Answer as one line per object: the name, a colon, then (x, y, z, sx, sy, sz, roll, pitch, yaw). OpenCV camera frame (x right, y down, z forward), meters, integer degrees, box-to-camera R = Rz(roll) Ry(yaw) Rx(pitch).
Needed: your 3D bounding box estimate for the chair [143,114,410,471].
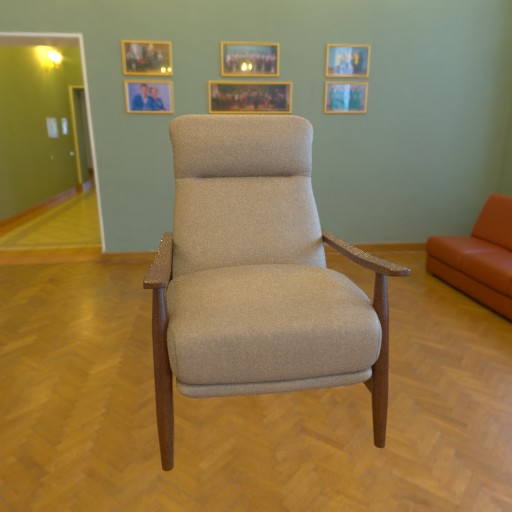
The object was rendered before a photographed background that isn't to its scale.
chair: (0.000, 0.000, 1.739, 0.762, 1.082, 1.030, -2, 16, -8)
